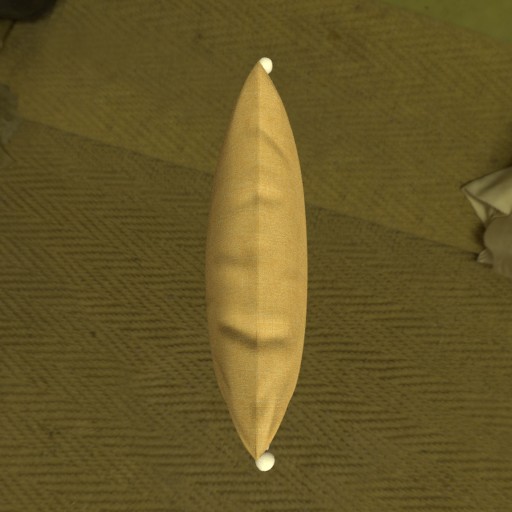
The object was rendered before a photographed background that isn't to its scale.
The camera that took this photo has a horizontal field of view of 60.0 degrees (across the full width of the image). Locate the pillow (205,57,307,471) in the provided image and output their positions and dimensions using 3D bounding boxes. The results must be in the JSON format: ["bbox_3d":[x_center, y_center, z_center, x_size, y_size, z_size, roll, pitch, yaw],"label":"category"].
[{"bbox_3d":[0.000,0.000,0.853,0.201,0.322,0.709,0,77,0],"label":"pillow"}]
